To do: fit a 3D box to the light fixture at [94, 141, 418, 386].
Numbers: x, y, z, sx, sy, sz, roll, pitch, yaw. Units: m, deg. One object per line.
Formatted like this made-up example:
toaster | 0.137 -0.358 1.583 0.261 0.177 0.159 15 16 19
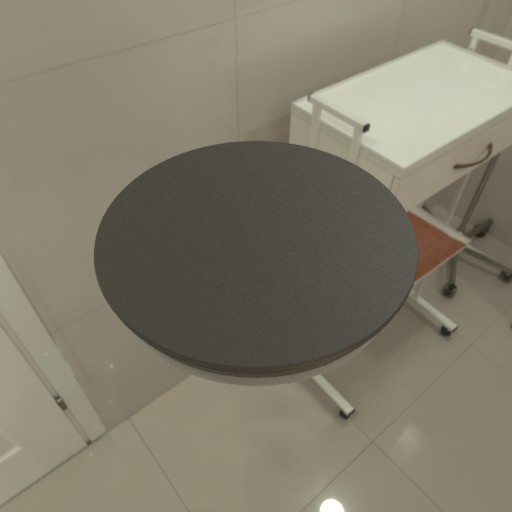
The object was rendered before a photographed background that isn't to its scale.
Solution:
light fixture | 0.000 0.000 0.551 0.368 0.100 0.368 0 46 0
